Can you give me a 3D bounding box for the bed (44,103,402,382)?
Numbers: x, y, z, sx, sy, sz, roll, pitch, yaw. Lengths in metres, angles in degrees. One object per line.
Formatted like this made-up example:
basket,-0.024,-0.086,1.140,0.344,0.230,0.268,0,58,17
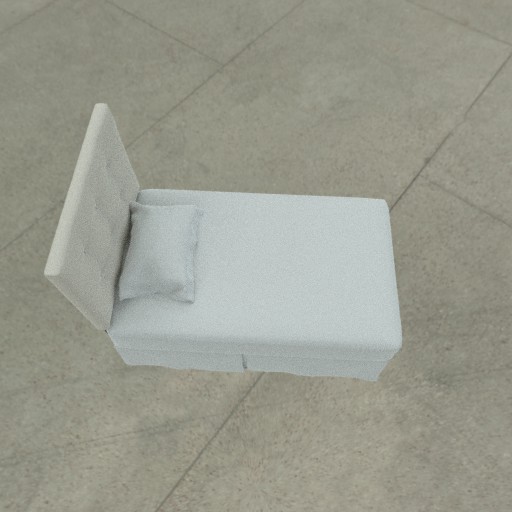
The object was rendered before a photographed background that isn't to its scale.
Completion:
bed,0.000,0.000,3.021,1.997,1.571,1.261,3,62,1
